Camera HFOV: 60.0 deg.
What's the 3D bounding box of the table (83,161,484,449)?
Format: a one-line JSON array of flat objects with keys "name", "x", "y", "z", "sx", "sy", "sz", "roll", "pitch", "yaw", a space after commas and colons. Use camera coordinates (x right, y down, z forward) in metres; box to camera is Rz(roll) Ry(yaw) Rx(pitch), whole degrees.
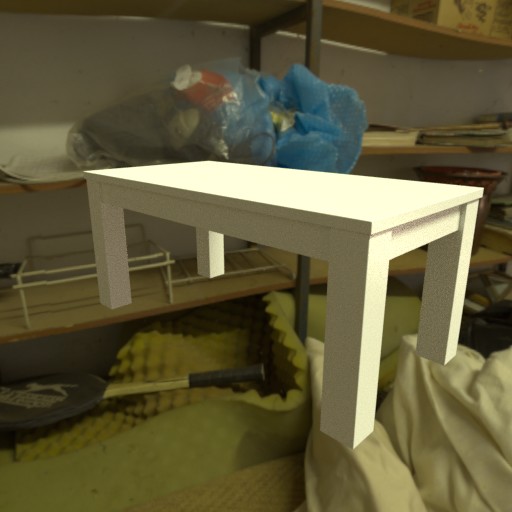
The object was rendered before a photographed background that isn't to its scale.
[{"name": "table", "x": 0.000, "y": 0.000, "z": 2.274, "sx": 1.800, "sy": 0.790, "sz": 0.900, "roll": 16, "pitch": 23, "yaw": 42}]
